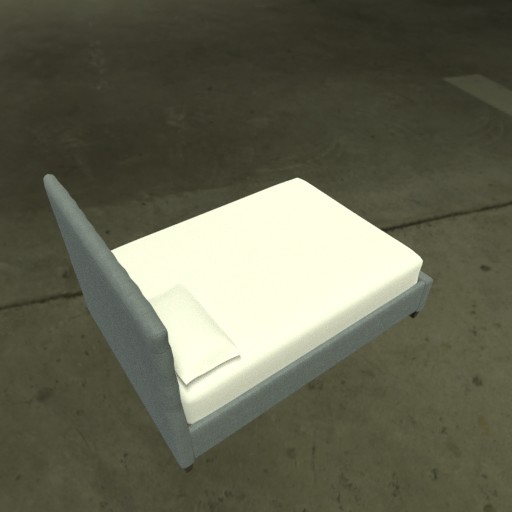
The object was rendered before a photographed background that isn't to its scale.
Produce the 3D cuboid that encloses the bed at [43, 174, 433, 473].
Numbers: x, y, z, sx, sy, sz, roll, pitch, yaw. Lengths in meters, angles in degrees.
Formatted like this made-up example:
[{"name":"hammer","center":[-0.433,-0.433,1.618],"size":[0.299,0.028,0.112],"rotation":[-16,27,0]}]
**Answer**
[{"name":"bed","center":[0.000,0.000,3.402],"size":[2.335,1.411,1.698],"rotation":[-25,47,-26]}]
